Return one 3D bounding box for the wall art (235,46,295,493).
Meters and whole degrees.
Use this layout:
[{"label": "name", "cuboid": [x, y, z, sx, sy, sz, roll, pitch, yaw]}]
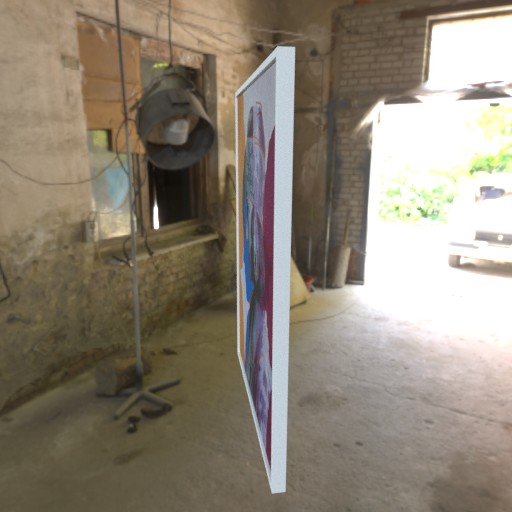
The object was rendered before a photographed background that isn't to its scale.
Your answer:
[{"label": "wall art", "cuboid": [0.000, 0.000, 1.386, 0.039, 1.050, 0.795, -2, 14, -8]}]
